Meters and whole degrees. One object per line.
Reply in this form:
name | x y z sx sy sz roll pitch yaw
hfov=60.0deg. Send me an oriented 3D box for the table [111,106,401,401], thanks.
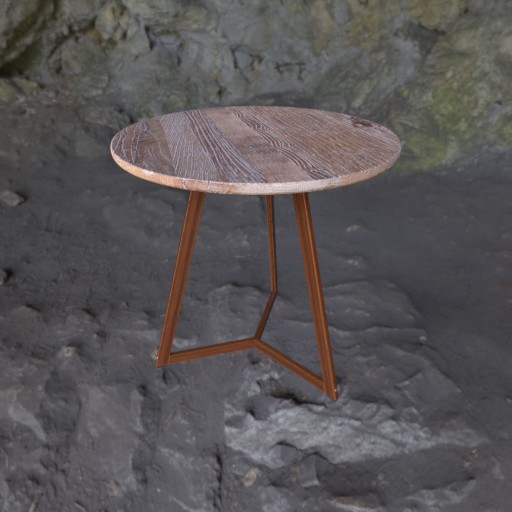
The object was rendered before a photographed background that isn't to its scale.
table | 0.000 0.000 0.914 0.500 0.500 0.500 0 30 0
